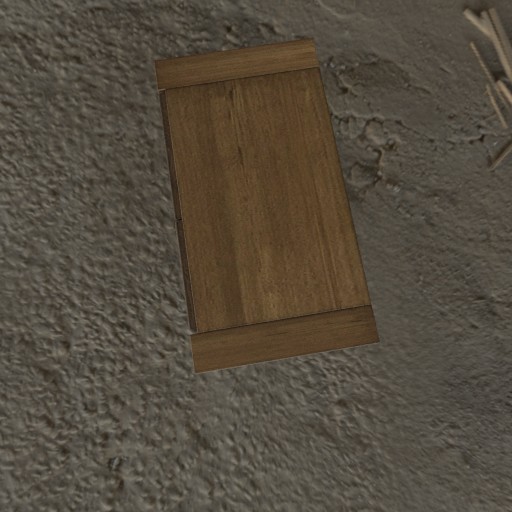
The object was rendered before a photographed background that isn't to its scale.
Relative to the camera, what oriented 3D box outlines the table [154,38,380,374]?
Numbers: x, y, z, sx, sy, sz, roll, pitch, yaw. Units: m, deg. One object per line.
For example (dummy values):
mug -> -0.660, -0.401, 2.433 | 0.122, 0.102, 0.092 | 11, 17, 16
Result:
table -> 0.000, 0.000, 2.455 | 0.600, 2.000, 1.100 | -9, 78, -2
